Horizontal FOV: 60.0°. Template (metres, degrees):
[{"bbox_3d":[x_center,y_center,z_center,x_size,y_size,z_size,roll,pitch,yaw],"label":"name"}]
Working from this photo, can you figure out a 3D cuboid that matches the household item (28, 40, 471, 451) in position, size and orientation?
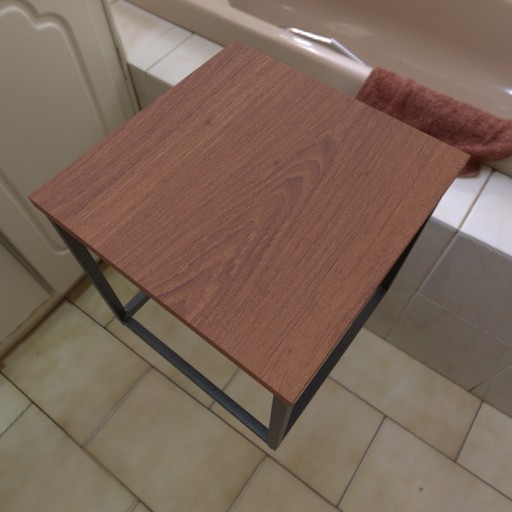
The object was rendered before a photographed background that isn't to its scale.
[{"bbox_3d":[0.000,0.000,0.734,0.400,0.400,0.400,34,65,18],"label":"household item"}]
